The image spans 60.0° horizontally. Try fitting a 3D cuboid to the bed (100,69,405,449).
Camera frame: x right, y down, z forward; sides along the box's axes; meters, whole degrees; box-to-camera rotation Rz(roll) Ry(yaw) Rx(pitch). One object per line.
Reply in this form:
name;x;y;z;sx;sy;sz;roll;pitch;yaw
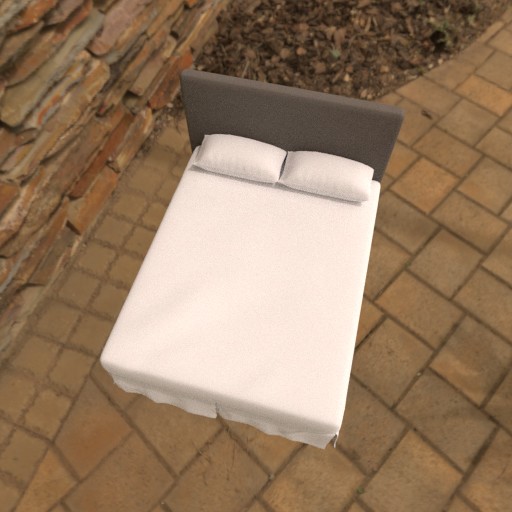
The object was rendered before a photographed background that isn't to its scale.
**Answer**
bed;0.000;0.000;3.221;1.723;1.330;2.142;13;61;8
